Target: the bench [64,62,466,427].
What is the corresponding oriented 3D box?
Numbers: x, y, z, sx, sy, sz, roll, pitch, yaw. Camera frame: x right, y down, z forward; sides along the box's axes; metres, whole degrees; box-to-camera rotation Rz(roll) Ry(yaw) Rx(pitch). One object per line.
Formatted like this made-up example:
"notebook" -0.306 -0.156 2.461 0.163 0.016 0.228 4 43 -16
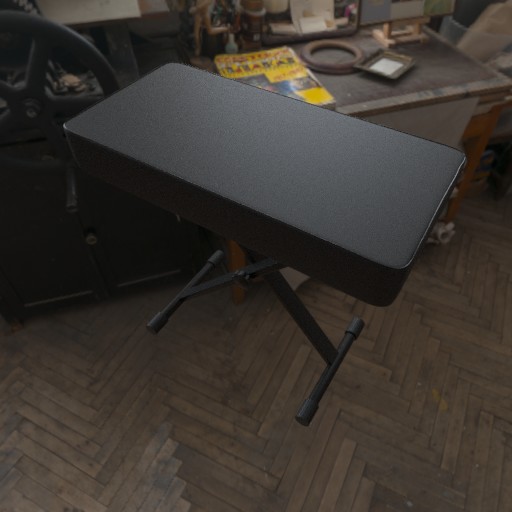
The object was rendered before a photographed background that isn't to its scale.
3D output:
"bench" 0.000 0.000 0.917 0.600 0.561 0.300 25 53 21
